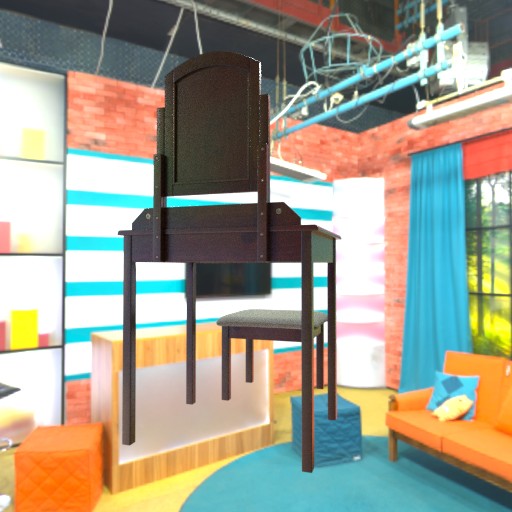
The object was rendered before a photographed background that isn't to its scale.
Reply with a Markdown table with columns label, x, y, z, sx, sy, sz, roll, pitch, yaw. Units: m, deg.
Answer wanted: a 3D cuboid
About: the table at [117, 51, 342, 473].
| label | x | y | z | sx | sy | sz | roll | pitch | yaw |
| --- | --- | --- | --- | --- | --- | --- | --- | --- | --- |
| table | 0.000 | 0.000 | 2.327 | 0.876 | 1.631 | 1.211 | 0 | -1 | 19 |
